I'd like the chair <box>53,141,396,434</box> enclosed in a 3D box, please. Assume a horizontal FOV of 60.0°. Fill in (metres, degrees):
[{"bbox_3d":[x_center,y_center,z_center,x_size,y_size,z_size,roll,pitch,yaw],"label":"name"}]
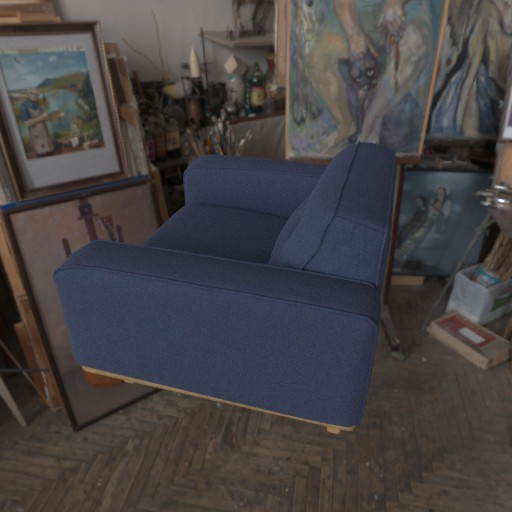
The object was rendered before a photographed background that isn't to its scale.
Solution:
[{"bbox_3d":[0.000,0.000,1.717,0.953,0.783,1.118,9,32,14],"label":"chair"}]
